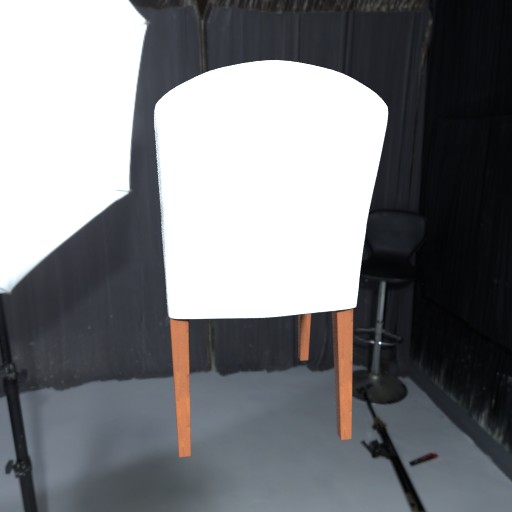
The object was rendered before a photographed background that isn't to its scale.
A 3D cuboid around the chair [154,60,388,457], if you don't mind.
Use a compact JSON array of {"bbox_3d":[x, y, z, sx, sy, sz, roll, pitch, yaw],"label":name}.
[{"bbox_3d":[0.000,0.000,1.195,0.472,0.893,0.540,-2,15,-9],"label":"chair"}]
